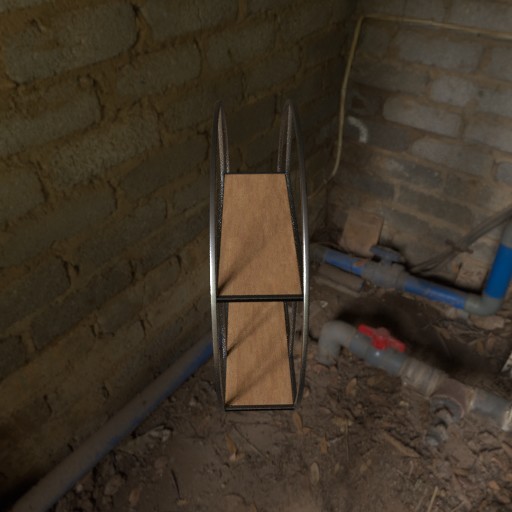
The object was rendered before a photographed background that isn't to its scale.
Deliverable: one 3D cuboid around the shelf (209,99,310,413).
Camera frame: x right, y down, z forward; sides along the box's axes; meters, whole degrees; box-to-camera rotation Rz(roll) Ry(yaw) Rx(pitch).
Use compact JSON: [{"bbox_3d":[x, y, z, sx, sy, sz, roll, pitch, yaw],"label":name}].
[{"bbox_3d":[0.000,0.000,1.335,0.202,0.888,0.888,-1,40,-1],"label":"shelf"}]
